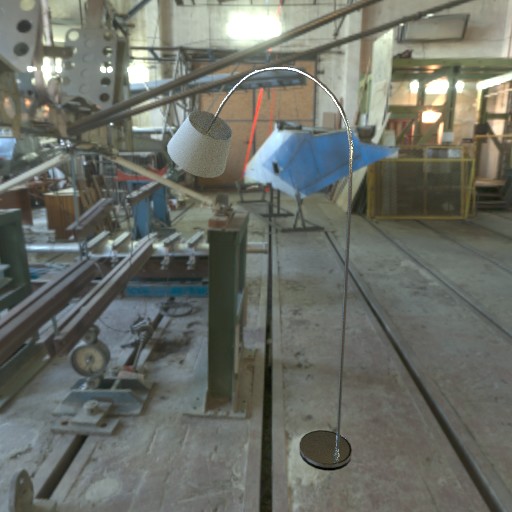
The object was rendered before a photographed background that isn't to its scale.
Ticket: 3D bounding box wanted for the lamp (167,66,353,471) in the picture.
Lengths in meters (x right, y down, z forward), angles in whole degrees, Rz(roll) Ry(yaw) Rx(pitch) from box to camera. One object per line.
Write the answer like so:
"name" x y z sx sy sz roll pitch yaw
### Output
"lamp" 0.000 0.000 2.675 0.406 2.098 1.445 -13 19 -42
